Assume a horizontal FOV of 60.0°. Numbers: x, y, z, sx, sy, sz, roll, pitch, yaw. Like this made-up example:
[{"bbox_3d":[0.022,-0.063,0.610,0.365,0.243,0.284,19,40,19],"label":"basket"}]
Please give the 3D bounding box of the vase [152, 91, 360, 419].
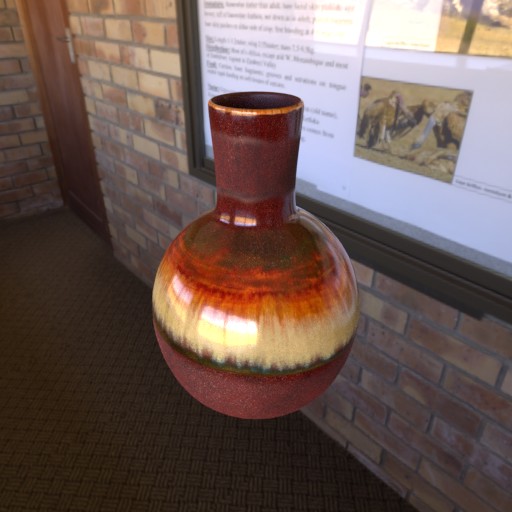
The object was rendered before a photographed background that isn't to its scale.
[{"bbox_3d":[0.000,0.000,0.228,0.111,0.154,0.111,0,30,0],"label":"vase"}]
